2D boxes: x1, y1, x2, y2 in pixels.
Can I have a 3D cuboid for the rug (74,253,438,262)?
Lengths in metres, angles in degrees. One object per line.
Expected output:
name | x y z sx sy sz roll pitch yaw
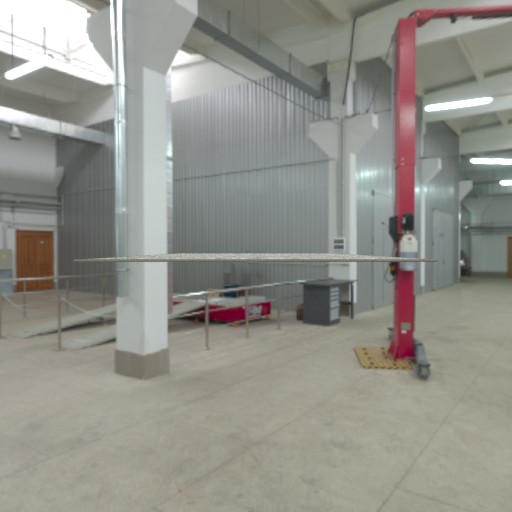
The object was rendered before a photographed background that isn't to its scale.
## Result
rug | 0.000 0.000 3.060 1.524 0.011 2.438 0 1 0
